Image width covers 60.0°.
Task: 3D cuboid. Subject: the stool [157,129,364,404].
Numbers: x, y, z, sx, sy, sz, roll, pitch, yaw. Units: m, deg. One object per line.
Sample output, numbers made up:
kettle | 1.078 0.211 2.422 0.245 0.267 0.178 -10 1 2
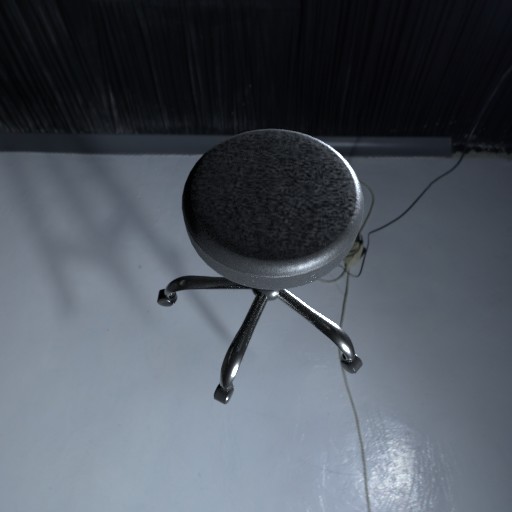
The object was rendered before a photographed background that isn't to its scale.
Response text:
stool | 0.000 0.000 1.212 0.638 0.576 0.673 0 59 0
